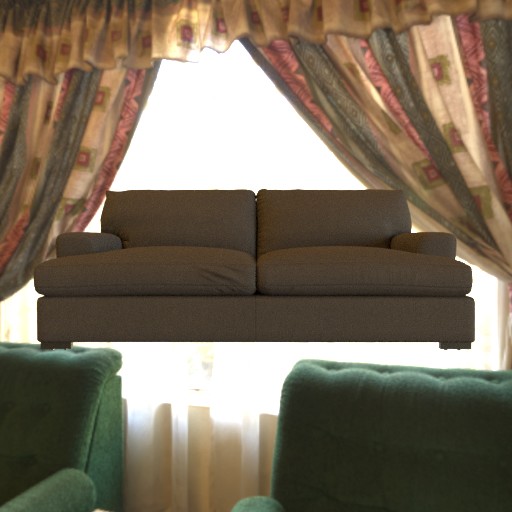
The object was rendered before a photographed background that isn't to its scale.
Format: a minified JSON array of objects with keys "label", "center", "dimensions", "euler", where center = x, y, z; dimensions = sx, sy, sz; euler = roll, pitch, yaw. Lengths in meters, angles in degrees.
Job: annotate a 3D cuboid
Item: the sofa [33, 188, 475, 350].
[{"label":"sofa","center":[0.000,0.000,2.754],"dimensions":[2.271,0.950,1.140],"euler":[0,0,0]}]
